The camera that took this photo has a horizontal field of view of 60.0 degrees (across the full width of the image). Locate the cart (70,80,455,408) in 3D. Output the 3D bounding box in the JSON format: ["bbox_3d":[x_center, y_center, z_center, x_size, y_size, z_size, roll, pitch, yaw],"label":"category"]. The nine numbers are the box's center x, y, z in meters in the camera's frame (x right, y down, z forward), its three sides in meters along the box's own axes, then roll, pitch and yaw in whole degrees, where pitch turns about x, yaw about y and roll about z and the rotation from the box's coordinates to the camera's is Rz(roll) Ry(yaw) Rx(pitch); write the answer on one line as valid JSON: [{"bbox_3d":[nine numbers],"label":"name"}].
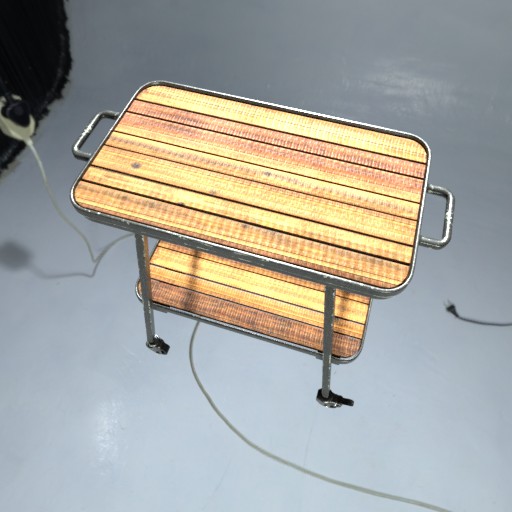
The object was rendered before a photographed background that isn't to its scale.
[{"bbox_3d":[0.000,0.000,1.222,0.806,0.700,0.515,15,60,9],"label":"cart"}]
